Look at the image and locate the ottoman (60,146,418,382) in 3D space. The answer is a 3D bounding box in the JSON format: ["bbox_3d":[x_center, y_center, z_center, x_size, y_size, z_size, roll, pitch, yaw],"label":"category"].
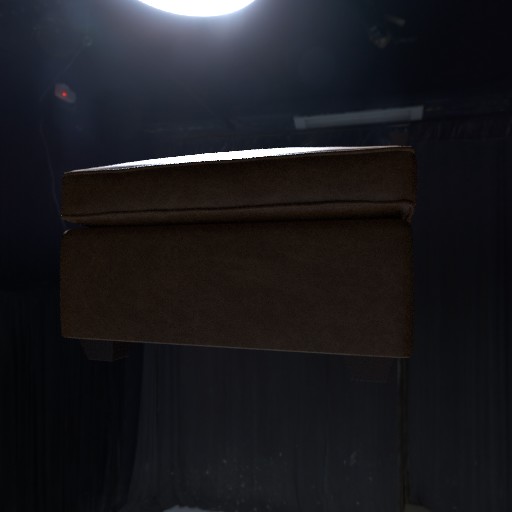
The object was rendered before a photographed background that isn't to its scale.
[{"bbox_3d":[0.000,0.000,1.113,0.756,0.468,0.554,0,-1,18],"label":"ottoman"}]
